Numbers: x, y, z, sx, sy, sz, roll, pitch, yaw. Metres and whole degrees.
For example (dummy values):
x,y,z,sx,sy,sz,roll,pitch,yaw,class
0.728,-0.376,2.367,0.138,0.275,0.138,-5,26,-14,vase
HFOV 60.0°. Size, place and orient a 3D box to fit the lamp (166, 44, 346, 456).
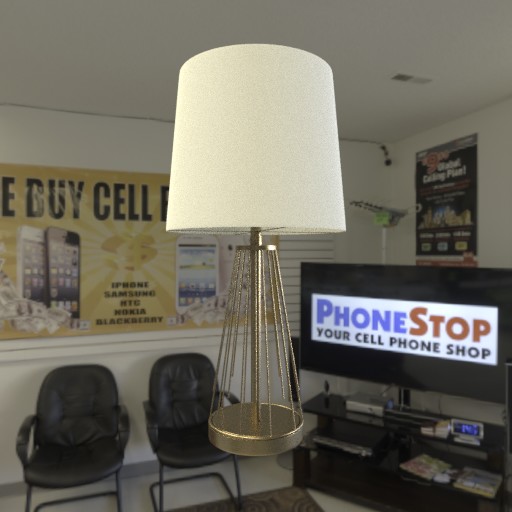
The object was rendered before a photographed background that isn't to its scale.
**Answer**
x,y,z,sx,sy,sz,roll,pitch,yaw,class
0.000,0.000,0.762,0.303,0.618,0.303,0,0,0,lamp
